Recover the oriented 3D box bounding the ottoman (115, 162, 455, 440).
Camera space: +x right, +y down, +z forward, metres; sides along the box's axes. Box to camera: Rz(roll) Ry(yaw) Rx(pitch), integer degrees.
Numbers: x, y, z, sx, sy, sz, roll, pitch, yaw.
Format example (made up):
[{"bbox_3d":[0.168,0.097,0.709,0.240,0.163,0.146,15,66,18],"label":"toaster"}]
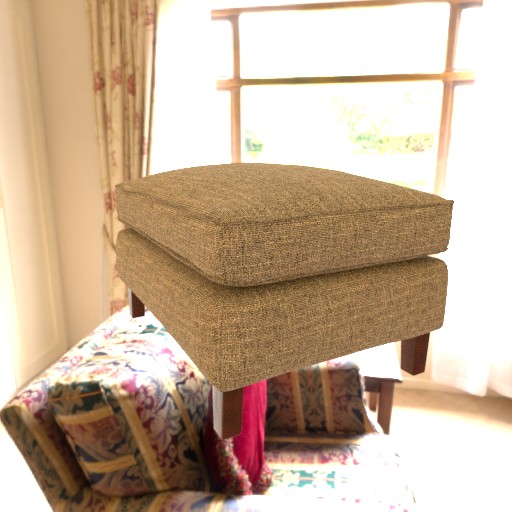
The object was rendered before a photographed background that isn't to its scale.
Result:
[{"bbox_3d":[0.000,0.000,0.990,0.508,0.406,0.686,-7,16,-28],"label":"ottoman"}]
